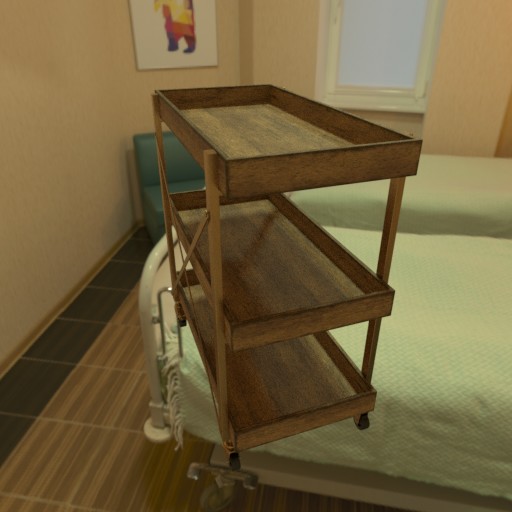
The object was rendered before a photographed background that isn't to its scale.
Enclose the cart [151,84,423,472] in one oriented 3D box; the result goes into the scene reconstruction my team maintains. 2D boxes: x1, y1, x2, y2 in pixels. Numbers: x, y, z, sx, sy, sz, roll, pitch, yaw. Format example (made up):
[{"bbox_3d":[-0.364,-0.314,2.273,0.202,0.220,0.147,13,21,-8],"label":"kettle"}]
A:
[{"bbox_3d":[0.000,0.000,1.246,0.416,0.799,0.750,-10,30,-17],"label":"cart"}]
